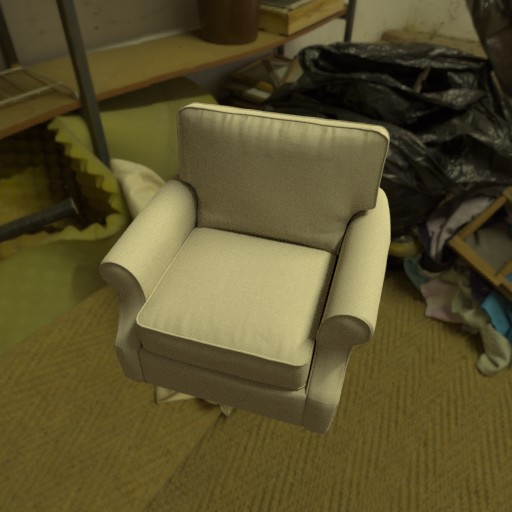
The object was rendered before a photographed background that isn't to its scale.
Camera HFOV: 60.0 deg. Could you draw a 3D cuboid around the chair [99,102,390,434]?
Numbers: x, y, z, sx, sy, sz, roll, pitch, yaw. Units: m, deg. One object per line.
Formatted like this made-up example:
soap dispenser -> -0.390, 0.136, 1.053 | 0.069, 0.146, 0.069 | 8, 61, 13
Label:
chair -> 0.000, 0.000, 1.832 | 1.029, 0.967, 0.966 | 11, 42, 13
